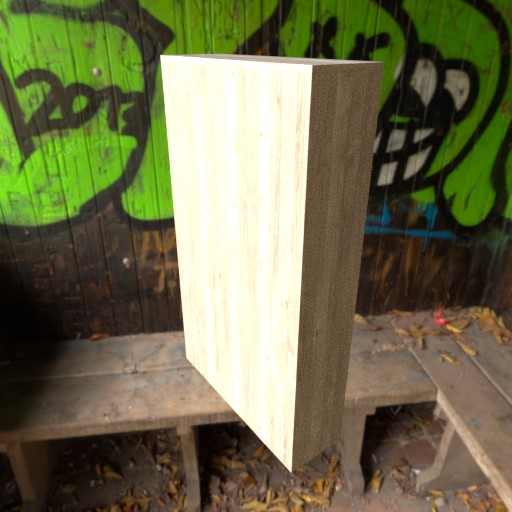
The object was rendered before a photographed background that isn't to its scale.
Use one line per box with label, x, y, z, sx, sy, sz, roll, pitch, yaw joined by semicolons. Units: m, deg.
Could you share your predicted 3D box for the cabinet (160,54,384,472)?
cabinet;0.000;0.000;1.568;0.250;1.280;0.750;-18;31;-32
